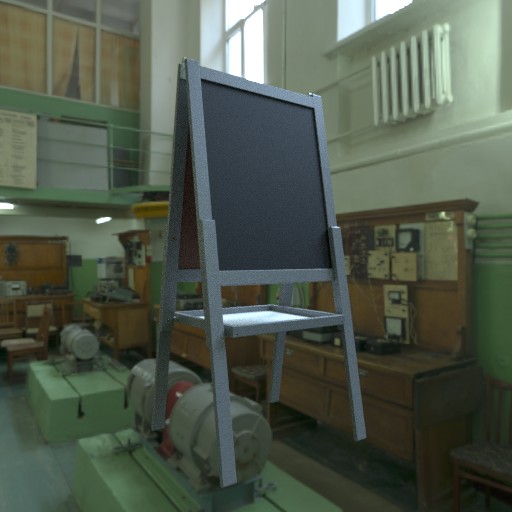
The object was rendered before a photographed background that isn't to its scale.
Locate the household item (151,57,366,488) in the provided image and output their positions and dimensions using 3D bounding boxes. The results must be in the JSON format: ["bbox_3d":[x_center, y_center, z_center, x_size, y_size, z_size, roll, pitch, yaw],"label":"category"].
[{"bbox_3d":[0.000,0.000,1.458,0.531,1.172,0.469,0,0,-35],"label":"household item"}]
